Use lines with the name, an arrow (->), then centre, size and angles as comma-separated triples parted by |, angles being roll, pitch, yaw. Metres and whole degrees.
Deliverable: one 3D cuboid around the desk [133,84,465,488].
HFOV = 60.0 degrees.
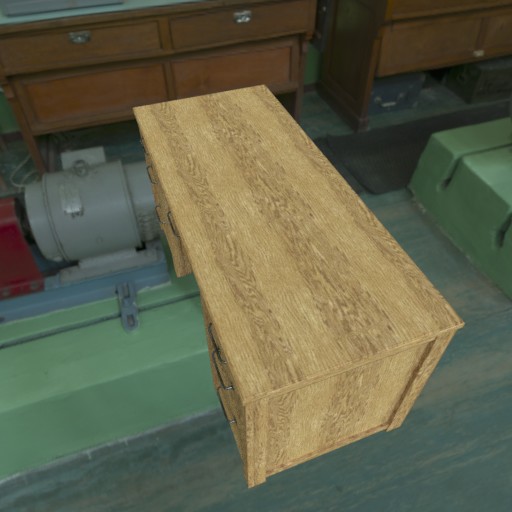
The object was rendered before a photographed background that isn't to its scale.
desk -> 0.000, 0.000, 1.955 | 0.685, 0.751, 1.567 | -15, 49, -14
